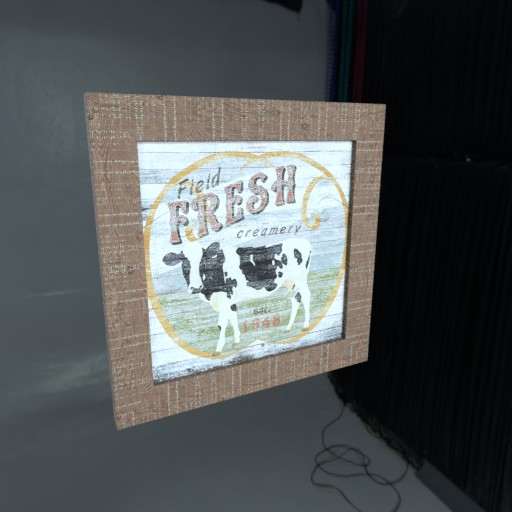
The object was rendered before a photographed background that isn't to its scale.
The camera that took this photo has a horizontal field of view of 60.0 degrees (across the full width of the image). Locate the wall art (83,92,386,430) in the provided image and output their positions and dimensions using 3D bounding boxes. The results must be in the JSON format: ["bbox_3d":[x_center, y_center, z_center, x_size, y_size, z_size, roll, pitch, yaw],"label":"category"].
[{"bbox_3d":[0.000,0.000,0.797,0.531,0.531,0.029,-7,17,-26],"label":"wall art"}]
